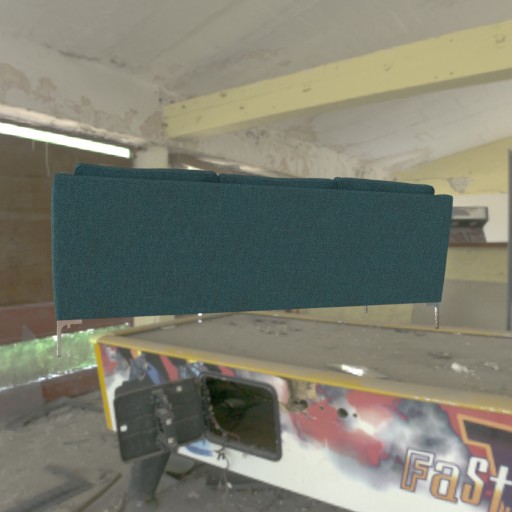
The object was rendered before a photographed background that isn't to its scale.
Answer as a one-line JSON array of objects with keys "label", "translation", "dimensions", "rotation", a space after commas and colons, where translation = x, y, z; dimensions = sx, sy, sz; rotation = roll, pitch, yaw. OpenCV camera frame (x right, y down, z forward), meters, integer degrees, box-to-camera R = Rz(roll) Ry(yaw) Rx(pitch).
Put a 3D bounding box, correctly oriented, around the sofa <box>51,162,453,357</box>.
[{"label": "sofa", "translation": [0.000, 0.000, 2.513], "dimensions": [2.060, 0.837, 0.849], "rotation": [0, 1, -20]}]
